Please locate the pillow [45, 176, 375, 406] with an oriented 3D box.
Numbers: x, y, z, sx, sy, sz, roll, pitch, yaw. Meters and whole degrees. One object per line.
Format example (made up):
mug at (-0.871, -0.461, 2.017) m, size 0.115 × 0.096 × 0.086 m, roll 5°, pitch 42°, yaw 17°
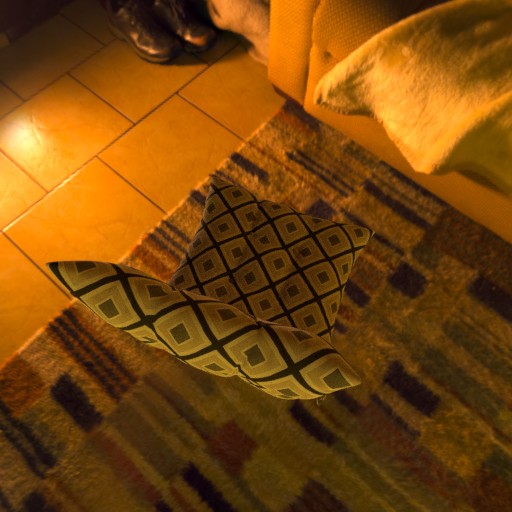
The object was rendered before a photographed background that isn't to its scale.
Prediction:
pillow at (0.000, 0.000, 0.981) m, size 0.541 × 0.536 × 0.585 m, roll 19°, pitch 66°, yaw 9°
